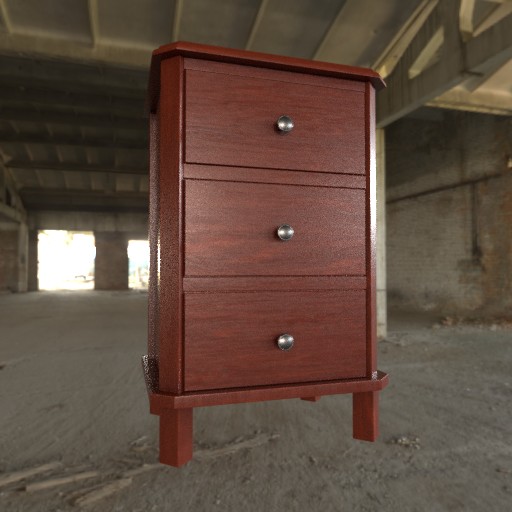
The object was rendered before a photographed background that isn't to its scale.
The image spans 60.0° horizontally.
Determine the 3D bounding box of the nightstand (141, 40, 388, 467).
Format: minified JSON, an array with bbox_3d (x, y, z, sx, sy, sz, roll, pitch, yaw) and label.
[{"bbox_3d":[0.000,0.000,0.904,0.435,0.681,0.351,0,-2,-17],"label":"nightstand"}]
